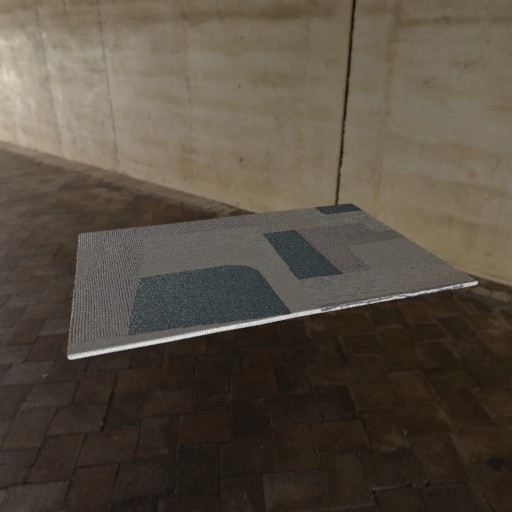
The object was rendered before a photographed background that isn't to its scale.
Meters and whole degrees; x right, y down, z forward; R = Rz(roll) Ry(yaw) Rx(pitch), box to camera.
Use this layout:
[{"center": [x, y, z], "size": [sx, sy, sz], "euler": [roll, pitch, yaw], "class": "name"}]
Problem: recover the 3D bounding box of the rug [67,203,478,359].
[{"center": [0.000, 0.000, 2.402], "size": [1.847, 0.020, 1.238], "euler": [-8, 27, -16], "class": "rug"}]
